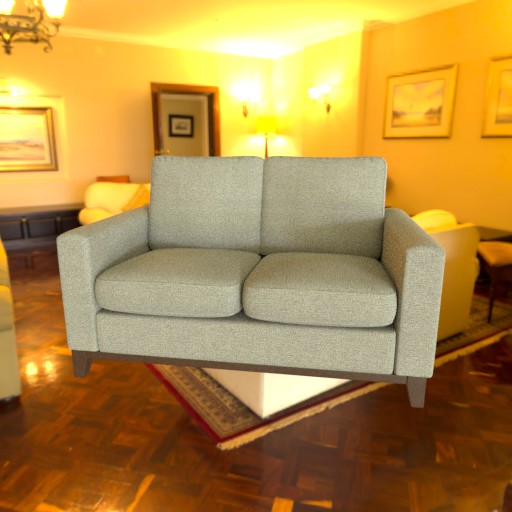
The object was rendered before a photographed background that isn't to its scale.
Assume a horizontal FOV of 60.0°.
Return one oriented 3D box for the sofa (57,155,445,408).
[{"bbox_3d":[0.000,0.000,2.013,1.420,0.873,0.917,2,14,9],"label":"sofa"}]
